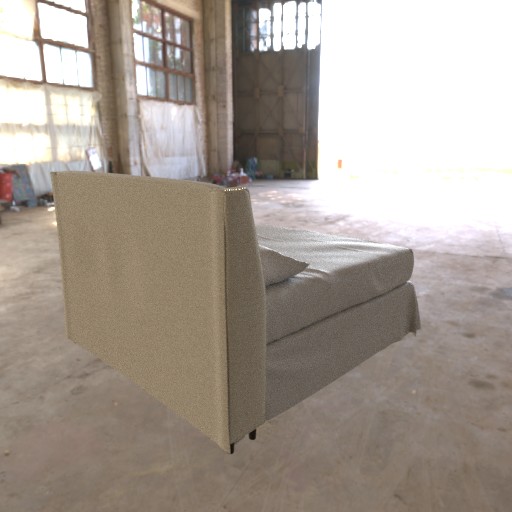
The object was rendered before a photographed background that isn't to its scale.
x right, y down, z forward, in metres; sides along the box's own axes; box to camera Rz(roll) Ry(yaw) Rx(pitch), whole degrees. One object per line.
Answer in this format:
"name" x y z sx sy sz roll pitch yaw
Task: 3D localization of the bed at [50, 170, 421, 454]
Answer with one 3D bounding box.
"bed" 0.000 0.000 3.415 2.276 1.332 1.925 -14 19 -43
